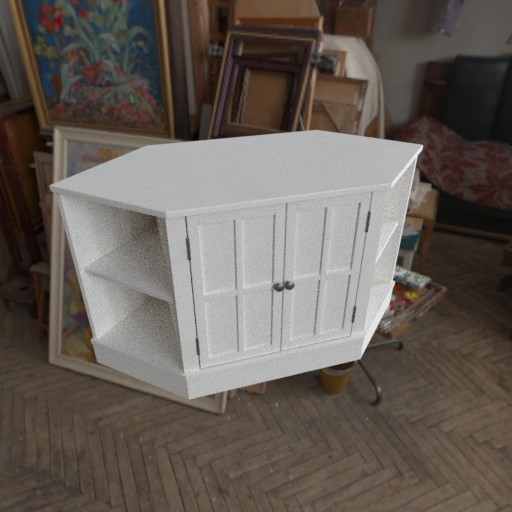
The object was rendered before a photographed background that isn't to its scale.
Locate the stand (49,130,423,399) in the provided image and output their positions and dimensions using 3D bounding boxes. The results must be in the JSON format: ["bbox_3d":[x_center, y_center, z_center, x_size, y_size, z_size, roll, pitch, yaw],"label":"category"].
[{"bbox_3d":[0.000,0.000,1.394,1.072,0.614,0.477,-9,33,-14],"label":"stand"}]
